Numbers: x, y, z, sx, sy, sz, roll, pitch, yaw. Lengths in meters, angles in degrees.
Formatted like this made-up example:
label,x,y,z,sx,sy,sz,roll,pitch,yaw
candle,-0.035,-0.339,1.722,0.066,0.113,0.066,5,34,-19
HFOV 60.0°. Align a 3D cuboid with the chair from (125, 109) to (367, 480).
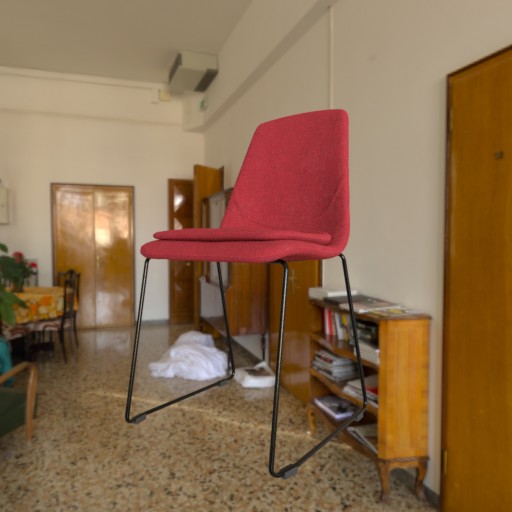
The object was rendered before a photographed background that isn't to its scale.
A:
label,x,y,z,sx,sy,sz,roll,pitch,yaw
chair,0.000,0.000,1.175,0.479,0.858,0.518,2,3,35
